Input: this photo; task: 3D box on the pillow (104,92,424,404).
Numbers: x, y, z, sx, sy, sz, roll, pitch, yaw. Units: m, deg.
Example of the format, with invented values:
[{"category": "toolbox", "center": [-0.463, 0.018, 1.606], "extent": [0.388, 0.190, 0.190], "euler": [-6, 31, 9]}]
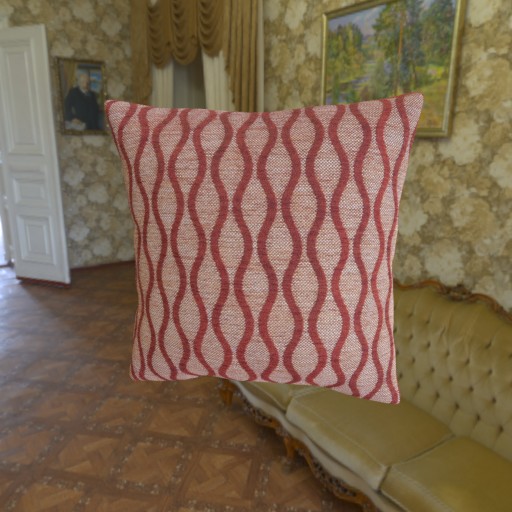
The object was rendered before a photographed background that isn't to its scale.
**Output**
[{"category": "pillow", "center": [0.000, 0.000, 0.629], "extent": [0.429, 0.434, 0.159], "euler": [2, 14, 8]}]
